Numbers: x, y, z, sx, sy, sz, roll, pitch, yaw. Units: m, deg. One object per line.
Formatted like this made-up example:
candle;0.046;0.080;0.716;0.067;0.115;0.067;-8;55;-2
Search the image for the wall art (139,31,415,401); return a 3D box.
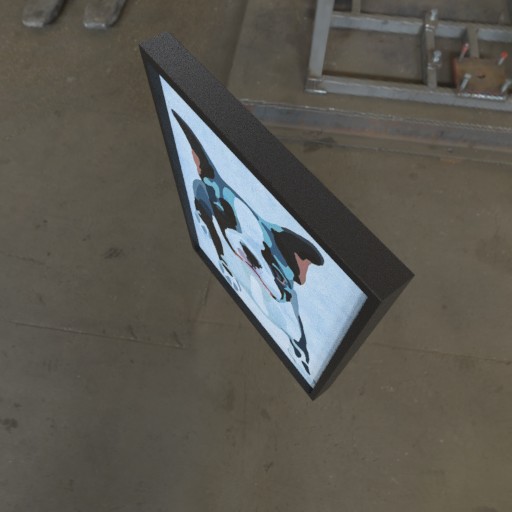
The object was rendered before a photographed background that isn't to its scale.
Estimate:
wall art;0.000;0.000;0.493;0.030;0.369;0.294;-34;68;-16
